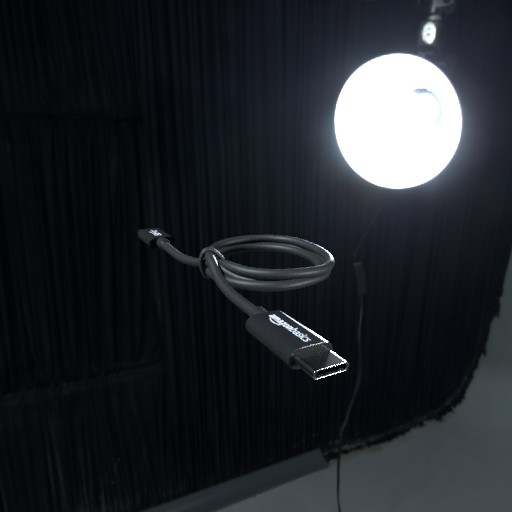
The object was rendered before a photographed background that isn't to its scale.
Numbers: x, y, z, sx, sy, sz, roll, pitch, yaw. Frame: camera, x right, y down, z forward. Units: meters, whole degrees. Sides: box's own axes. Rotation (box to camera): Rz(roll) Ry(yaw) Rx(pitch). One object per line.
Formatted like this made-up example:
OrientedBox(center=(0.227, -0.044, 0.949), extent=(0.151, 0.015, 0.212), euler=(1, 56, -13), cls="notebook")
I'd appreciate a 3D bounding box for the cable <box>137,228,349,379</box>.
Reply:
OrientedBox(center=(0.000, 0.000, 0.202), extent=(0.070, 0.014, 0.186), euler=(-8, 17, -27), cls="cable")
